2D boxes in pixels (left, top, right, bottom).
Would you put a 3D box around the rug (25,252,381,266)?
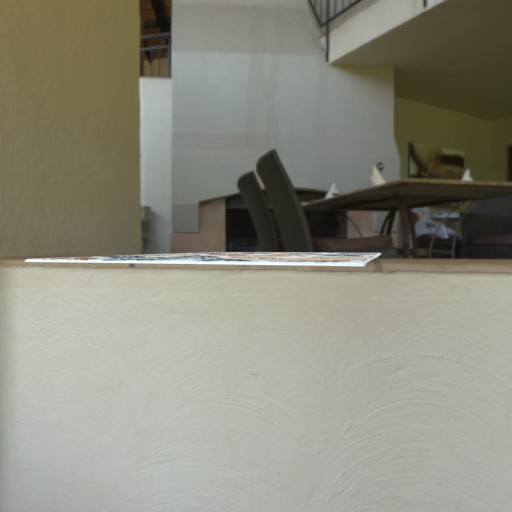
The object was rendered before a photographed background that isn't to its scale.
[{"bbox_3d":[0.000,0.000,2.882,1.514,0.014,2.275,0,1,17],"label":"rug"}]
